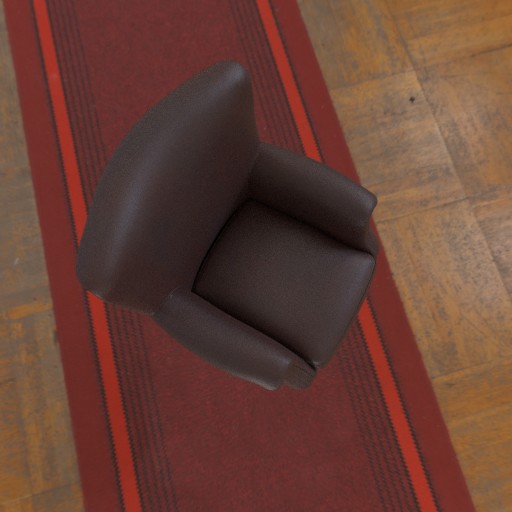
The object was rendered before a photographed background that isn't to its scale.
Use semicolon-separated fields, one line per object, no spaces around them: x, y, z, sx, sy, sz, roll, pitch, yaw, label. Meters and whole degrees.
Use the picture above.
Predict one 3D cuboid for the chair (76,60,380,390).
0.000;0.000;1.385;0.746;0.800;0.700;29;77;7;chair
